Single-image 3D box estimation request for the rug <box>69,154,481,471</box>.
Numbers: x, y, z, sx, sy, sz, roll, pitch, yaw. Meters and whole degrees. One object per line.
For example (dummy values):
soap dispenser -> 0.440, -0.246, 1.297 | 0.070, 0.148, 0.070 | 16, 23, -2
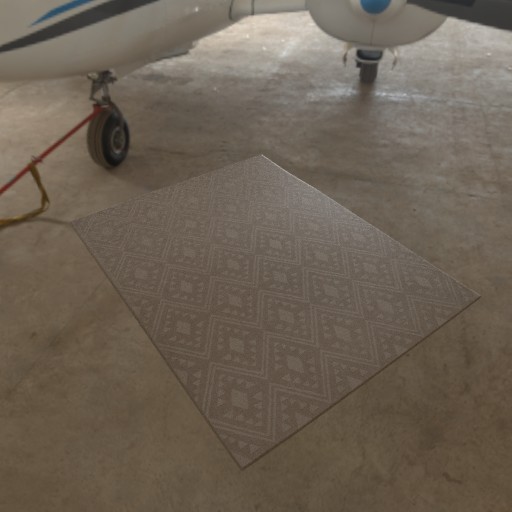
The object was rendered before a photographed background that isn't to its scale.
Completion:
rug -> 0.000, 0.000, 4.017 | 2.399, 0.054, 3.011 | -25, 47, -27
